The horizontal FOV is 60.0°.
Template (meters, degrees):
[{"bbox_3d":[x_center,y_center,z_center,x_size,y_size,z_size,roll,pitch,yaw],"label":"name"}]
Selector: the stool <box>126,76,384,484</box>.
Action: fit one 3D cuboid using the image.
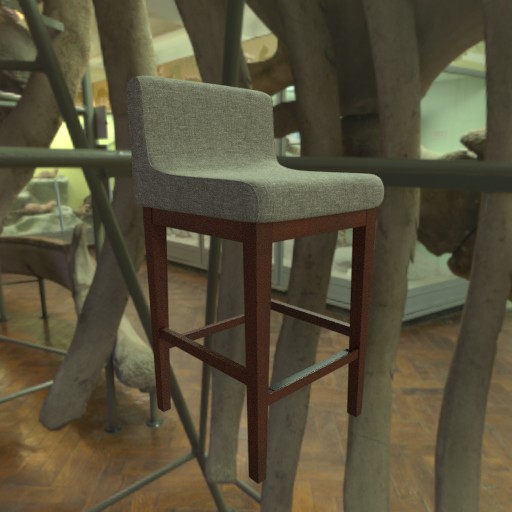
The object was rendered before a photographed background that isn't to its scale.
[{"bbox_3d":[0.000,0.000,1.084,0.417,0.835,0.459,-12,17,-42],"label":"stool"}]
